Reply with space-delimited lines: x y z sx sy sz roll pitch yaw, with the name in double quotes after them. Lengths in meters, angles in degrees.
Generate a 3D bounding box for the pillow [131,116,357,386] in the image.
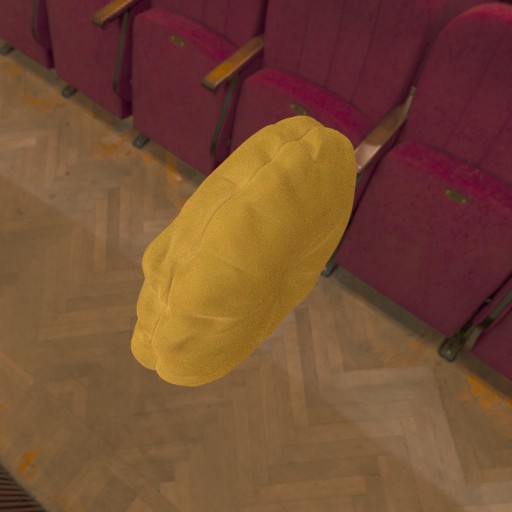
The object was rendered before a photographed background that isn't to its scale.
0.000 0.000 0.644 0.148 0.407 0.428 36 67 18 "pillow"
